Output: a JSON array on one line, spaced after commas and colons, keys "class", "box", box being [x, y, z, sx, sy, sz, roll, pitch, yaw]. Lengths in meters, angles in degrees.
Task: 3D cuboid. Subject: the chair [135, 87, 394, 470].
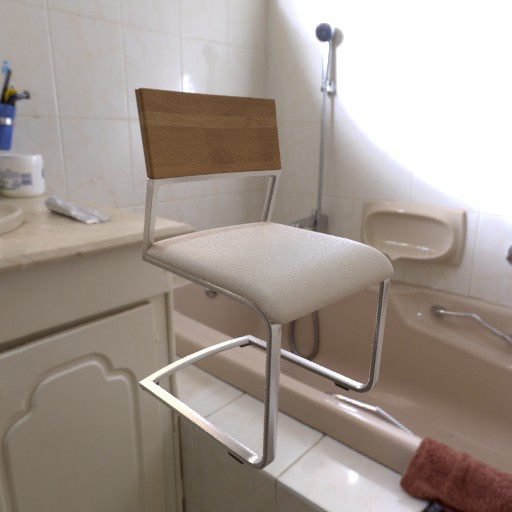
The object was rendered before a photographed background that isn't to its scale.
[{"class": "chair", "box": [0.000, 0.000, 1.194, 0.585, 0.844, 0.467, 15, 21, 43]}]
